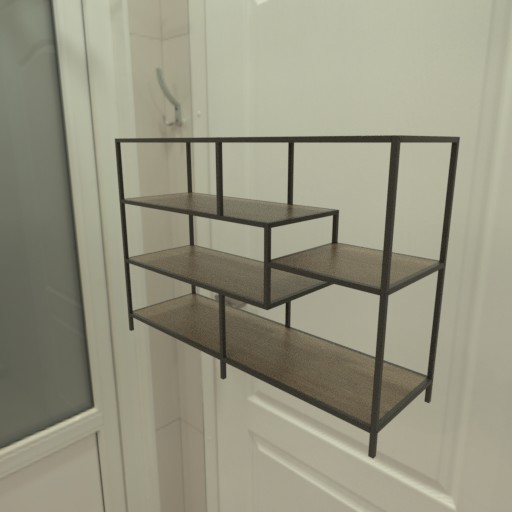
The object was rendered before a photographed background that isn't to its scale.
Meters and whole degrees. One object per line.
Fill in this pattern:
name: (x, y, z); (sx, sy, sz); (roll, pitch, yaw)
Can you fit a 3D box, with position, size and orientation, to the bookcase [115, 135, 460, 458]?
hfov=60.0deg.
bookcase: (0.000, 0.000, 1.512); (1.140, 0.780, 0.350); (13, 19, 42)
